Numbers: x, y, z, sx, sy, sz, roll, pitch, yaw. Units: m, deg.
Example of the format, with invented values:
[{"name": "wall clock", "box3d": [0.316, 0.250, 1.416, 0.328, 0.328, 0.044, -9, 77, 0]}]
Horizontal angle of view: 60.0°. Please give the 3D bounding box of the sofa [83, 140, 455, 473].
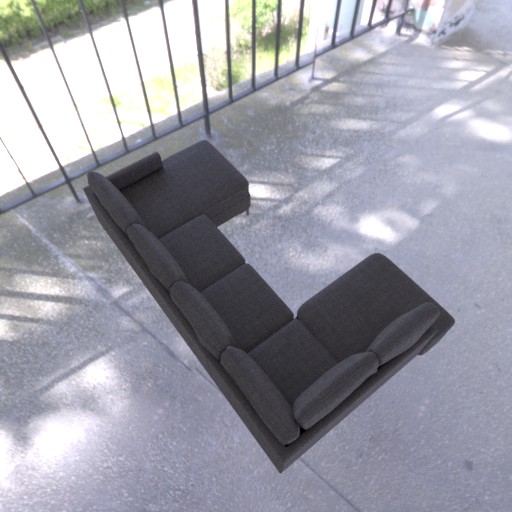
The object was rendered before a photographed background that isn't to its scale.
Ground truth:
[{"name": "sofa", "box3d": [0.000, 0.000, 4.483, 2.048, 0.999, 3.423, -33, 63, -19]}]
